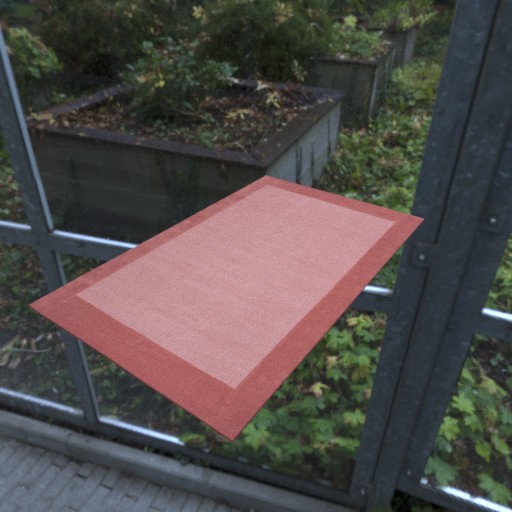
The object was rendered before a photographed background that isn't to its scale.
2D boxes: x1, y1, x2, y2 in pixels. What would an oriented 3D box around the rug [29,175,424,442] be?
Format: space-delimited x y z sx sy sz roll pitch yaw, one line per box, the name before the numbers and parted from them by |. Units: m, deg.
rug | 0.000 0.000 3.043 1.524 0.014 2.438 21 38 30
